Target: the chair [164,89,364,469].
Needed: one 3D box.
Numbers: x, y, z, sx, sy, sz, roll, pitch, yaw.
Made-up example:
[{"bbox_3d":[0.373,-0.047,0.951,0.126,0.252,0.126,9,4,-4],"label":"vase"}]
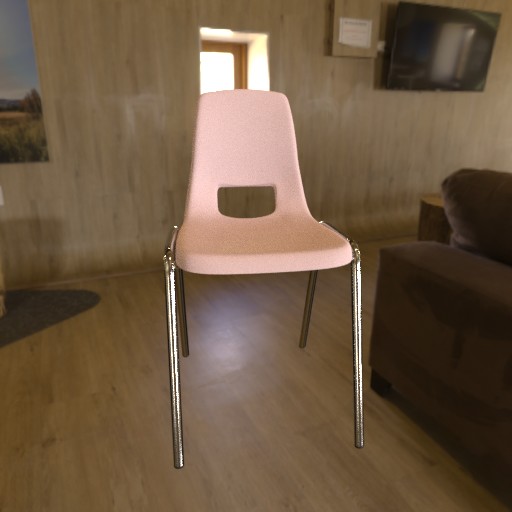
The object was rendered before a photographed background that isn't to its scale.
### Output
[{"bbox_3d":[0.000,0.000,0.966,0.381,0.704,0.436,-3,18,-8],"label":"chair"}]
